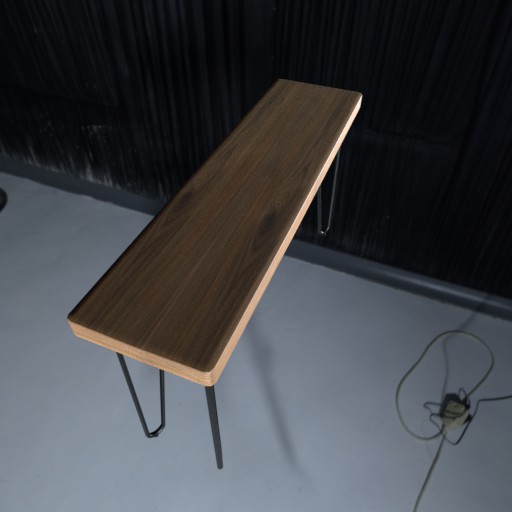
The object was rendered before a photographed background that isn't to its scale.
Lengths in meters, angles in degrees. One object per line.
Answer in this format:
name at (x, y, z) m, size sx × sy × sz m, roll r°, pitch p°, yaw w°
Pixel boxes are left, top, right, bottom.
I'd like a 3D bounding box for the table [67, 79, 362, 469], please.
table at (0.000, 0.000, 1.882) m, size 0.425 × 0.834 × 1.570 m, roll 16°, pitch 47°, yaw 16°
